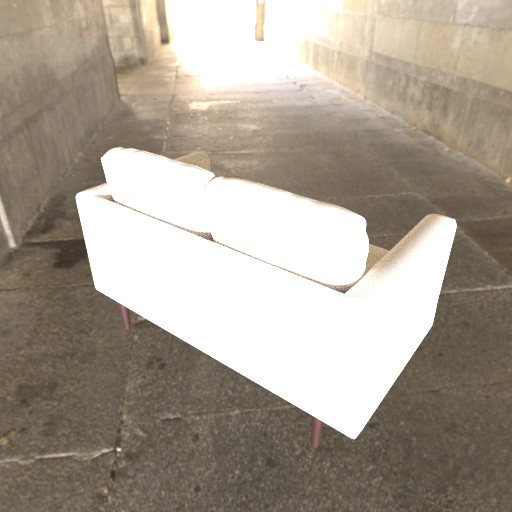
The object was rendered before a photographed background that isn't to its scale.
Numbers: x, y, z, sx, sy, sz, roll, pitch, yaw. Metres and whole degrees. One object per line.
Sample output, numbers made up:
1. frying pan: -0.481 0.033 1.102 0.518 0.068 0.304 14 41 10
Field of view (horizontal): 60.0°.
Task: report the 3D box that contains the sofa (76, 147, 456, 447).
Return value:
1. sofa: 0.000 0.000 1.965 1.430 0.908 0.796 21 37 32
